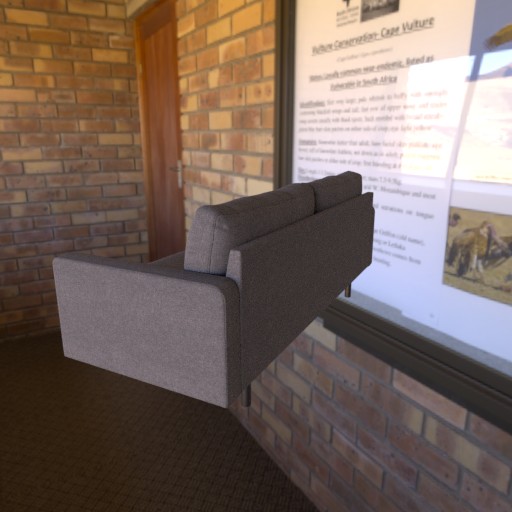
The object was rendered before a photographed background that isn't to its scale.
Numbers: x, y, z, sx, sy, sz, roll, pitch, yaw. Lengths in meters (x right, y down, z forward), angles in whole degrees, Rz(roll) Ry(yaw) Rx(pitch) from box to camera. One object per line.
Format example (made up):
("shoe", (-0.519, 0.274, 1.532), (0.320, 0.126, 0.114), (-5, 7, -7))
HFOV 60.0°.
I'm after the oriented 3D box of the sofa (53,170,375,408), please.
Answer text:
("sofa", (0.000, 0.000, 2.584), (0.880, 0.880, 2.100), (8, 17, 27))
